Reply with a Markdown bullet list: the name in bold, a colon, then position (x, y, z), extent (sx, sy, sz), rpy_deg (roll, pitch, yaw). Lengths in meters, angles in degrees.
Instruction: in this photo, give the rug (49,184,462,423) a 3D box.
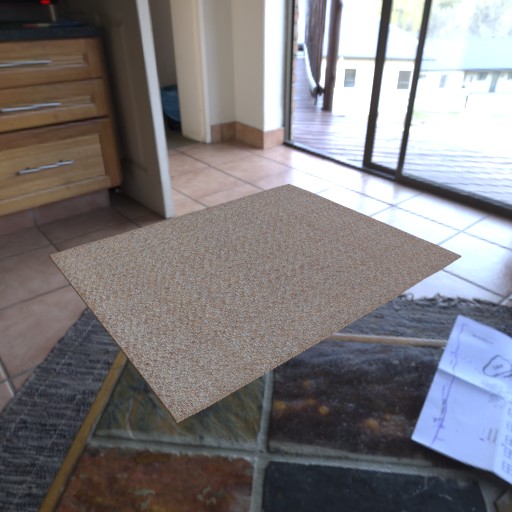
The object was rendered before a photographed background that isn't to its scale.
- **rug**: position (0.000, 0.000, 4.134), extent (3.048, 0.013, 2.439), rpy_deg (-22, 36, -33)
